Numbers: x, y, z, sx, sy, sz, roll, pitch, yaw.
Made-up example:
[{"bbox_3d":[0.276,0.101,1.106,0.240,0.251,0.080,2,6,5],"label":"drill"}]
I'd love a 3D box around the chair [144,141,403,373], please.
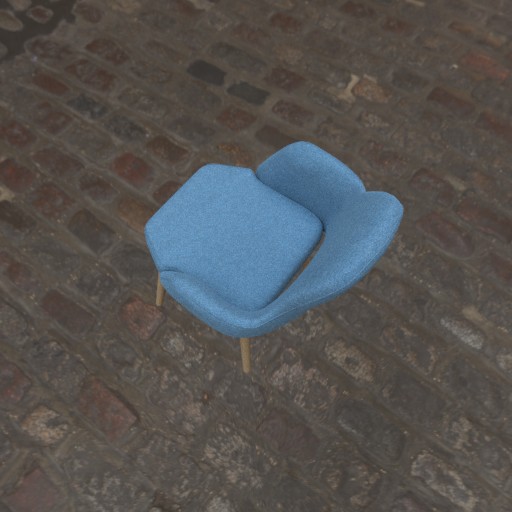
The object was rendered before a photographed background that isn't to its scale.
[{"bbox_3d":[0.000,0.000,1.384,0.666,0.920,0.589,34,68,15],"label":"chair"}]
